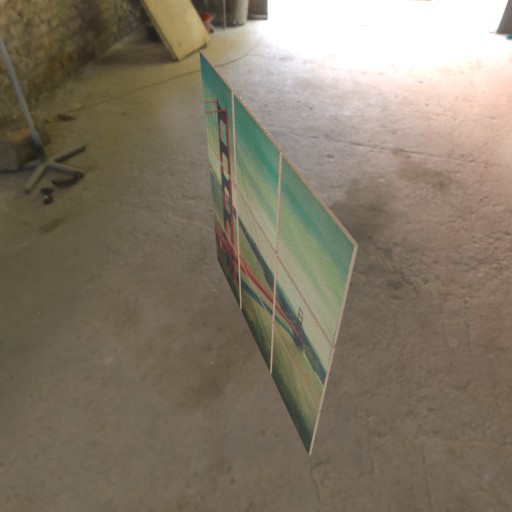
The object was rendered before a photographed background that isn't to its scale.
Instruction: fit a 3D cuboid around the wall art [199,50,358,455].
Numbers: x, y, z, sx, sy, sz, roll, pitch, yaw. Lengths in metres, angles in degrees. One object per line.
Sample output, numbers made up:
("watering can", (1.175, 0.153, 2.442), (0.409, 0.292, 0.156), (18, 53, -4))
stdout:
("wall art", (0.000, 0.000, 2.261), (0.014, 1.507, 1.519), (-16, 47, -15))
